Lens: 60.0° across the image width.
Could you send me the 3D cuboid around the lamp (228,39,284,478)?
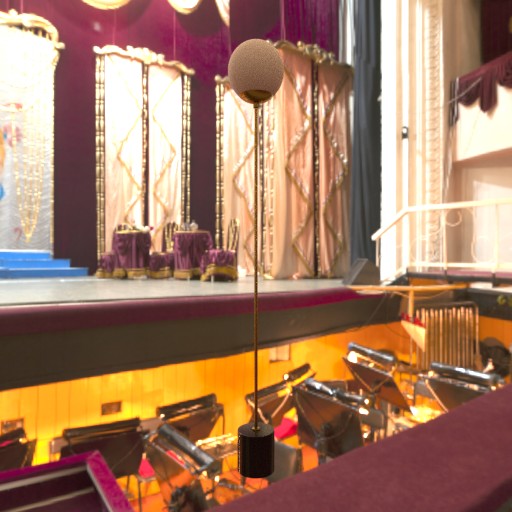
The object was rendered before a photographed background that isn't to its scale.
[{"bbox_3d":[0.000,0.000,1.812,0.229,1.748,0.229,0,0,-35],"label":"lamp"}]
